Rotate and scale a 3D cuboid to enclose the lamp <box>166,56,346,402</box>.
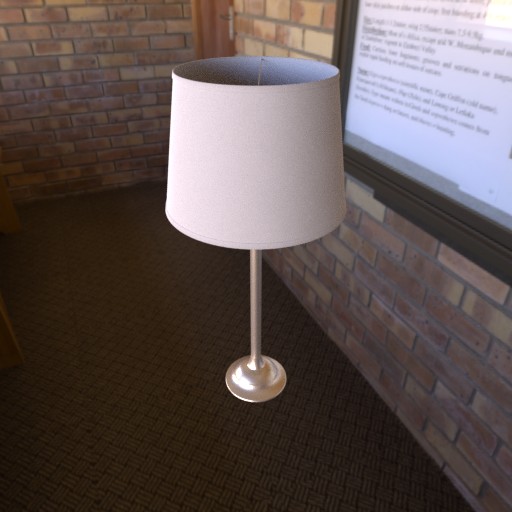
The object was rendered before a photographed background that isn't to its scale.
[{"bbox_3d":[0.000,0.000,0.885,0.331,0.698,0.331,0,32,0],"label":"lamp"}]
